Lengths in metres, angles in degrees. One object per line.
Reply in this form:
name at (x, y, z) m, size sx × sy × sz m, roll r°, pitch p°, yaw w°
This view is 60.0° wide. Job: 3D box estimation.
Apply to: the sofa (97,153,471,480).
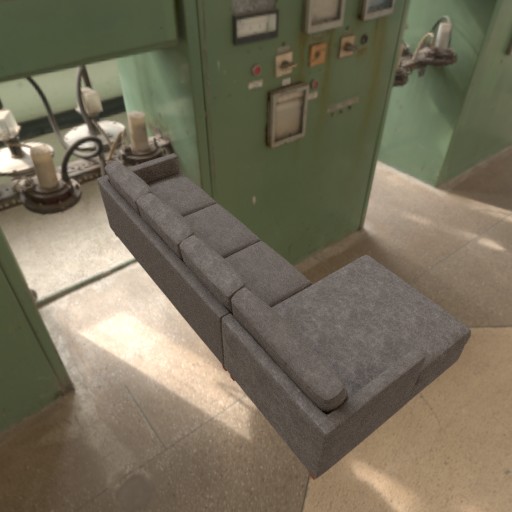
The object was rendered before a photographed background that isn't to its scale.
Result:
sofa at (0.000, 0.000, 4.096) m, size 1.606 × 0.954 × 3.471 m, roll -26°, pitch 48°, yaw -27°
